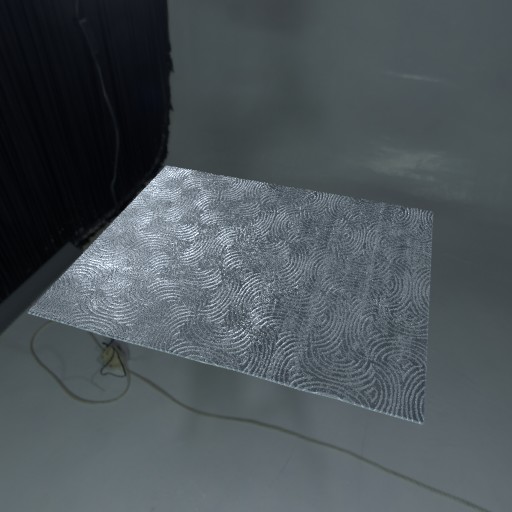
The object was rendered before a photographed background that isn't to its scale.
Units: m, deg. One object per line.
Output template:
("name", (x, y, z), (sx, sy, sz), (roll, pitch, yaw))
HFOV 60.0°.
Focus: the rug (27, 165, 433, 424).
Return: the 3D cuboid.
("rug", (0.000, 0.000, 4.051), (3.042, 0.021, 2.456), (12, 42, 14))
